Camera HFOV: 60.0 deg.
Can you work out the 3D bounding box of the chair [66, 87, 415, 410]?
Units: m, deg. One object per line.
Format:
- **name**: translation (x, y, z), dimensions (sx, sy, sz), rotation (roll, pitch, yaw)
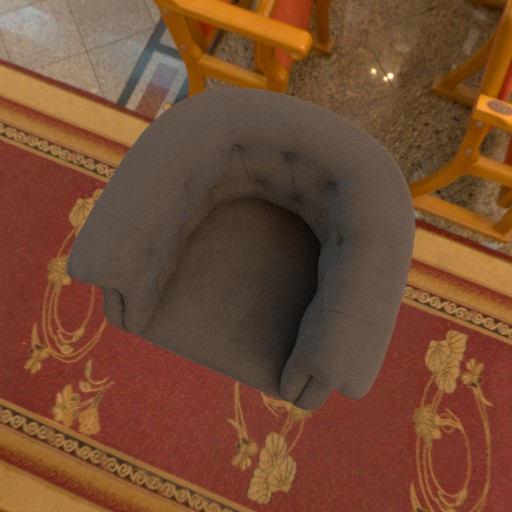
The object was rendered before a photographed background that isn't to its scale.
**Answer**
- **chair**: translation (0.000, 0.000, 1.573), dimensions (0.904, 0.826, 0.851), rotation (22, 77, 5)
